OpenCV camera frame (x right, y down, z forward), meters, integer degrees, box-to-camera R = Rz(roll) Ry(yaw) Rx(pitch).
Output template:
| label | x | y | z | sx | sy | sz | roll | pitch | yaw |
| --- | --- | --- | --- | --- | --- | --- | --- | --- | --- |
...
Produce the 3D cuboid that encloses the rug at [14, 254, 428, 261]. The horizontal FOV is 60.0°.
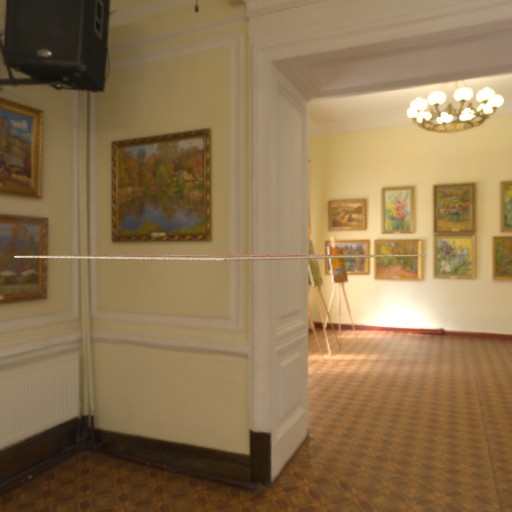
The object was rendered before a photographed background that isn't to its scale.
| label | x | y | z | sx | sy | sz | roll | pitch | yaw |
| --- | --- | --- | --- | --- | --- | --- | --- | --- | --- |
| rug | 0.000 | 0.000 | 1.059 | 0.556 | 0.004 | 0.868 | 0 | 1 | 37 |
